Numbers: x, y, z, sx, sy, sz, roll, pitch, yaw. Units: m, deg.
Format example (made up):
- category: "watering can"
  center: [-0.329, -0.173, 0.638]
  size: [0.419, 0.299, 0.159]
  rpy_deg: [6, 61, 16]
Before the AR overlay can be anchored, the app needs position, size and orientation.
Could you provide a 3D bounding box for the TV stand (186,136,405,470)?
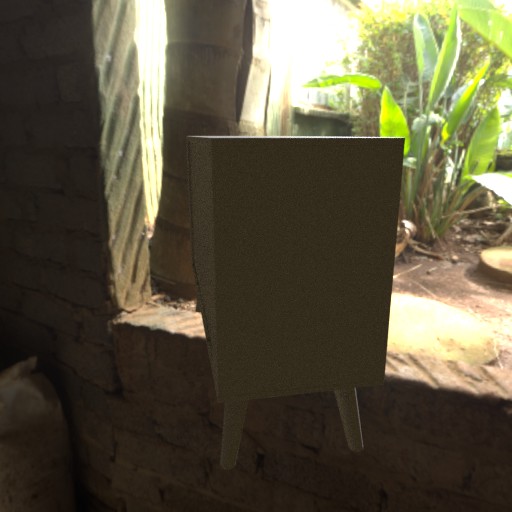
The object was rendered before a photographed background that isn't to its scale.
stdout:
- category: "TV stand"
  center: [0.000, 0.000, 1.561]
  size: [0.406, 0.812, 1.193]
  rpy_deg: [-3, 16, -11]
